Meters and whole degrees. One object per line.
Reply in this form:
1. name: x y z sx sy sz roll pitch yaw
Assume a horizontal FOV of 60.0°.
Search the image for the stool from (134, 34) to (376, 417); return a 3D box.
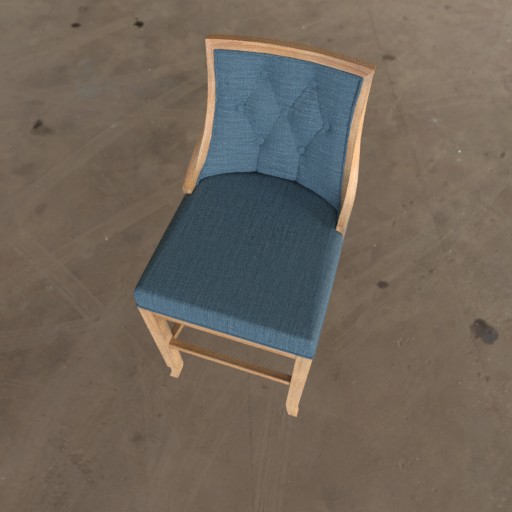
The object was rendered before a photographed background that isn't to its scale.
1. stool: 0.000 0.000 1.431 0.524 1.101 0.626 15 59 9
